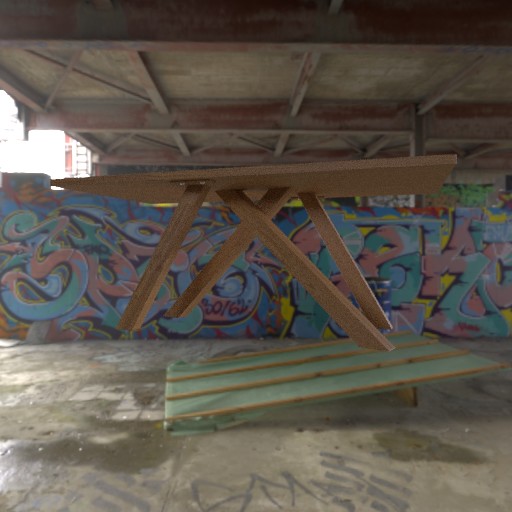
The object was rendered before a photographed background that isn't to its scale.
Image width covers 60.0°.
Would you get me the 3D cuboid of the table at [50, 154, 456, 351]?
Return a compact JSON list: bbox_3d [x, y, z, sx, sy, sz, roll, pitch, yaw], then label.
[{"bbox_3d":[0.000,0.000,2.291,1.797,0.750,0.901,0,1,18],"label":"table"}]
